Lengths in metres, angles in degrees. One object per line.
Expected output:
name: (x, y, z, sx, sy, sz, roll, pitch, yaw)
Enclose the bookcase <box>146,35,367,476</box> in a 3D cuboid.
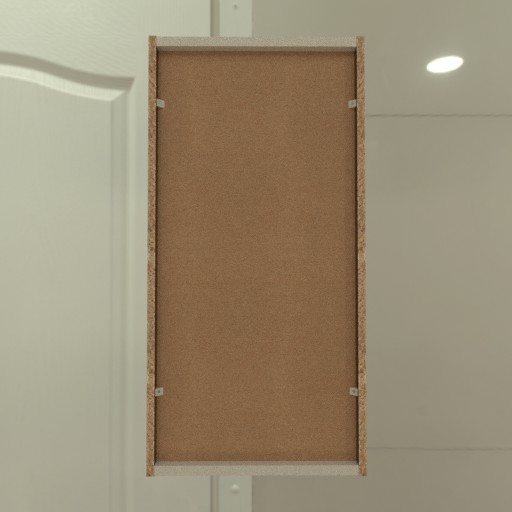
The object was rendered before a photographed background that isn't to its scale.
bookcase: (0.000, 0.000, 0.748, 0.300, 0.600, 0.290, 0, -1, 0)
